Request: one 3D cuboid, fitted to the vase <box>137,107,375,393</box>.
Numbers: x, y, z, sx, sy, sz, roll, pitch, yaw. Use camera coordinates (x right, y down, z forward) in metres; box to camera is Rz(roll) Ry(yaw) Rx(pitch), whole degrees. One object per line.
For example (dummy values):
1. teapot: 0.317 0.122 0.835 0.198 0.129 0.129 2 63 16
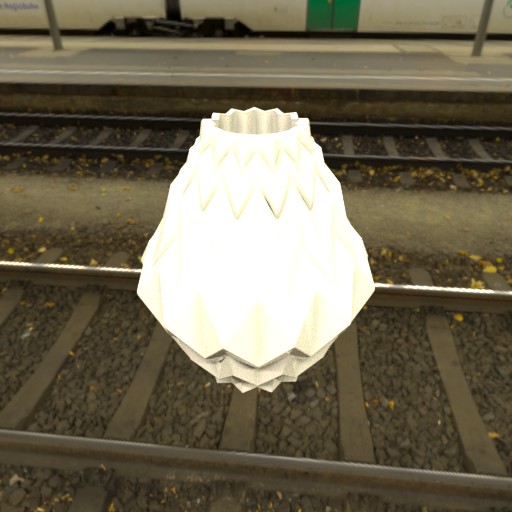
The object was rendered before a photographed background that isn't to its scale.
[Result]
1. vase: 0.000 0.000 0.306 0.164 0.185 0.164 0 32 0
